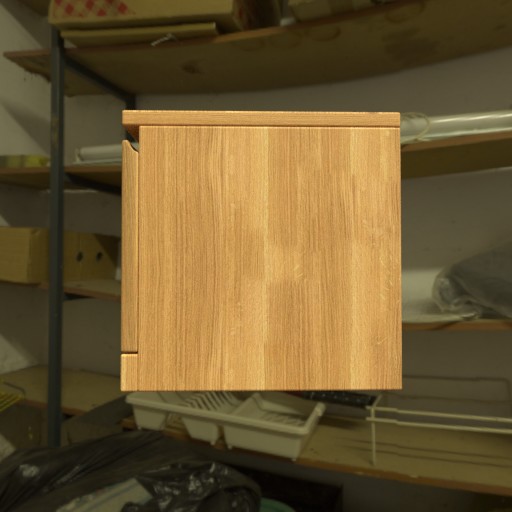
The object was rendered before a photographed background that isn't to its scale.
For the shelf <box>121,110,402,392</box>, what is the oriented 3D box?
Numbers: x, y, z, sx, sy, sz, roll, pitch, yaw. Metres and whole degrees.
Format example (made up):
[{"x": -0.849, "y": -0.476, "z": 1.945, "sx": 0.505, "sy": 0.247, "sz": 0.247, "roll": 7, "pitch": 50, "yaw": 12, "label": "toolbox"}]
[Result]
[{"x": 0.000, "y": 0.000, "z": 1.031, "sx": 0.400, "sy": 0.400, "sz": 0.800, "roll": 0, "pitch": -1, "yaw": -1, "label": "shelf"}]
